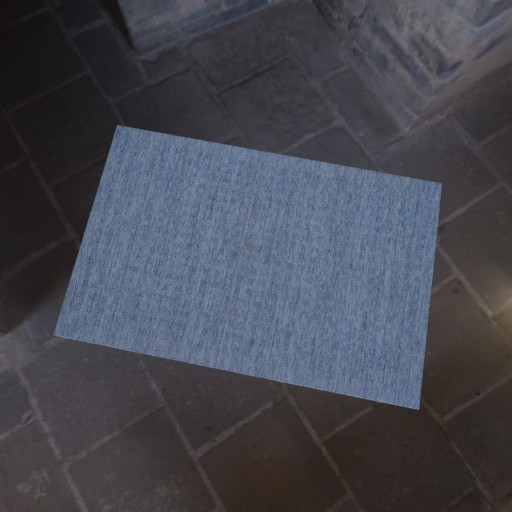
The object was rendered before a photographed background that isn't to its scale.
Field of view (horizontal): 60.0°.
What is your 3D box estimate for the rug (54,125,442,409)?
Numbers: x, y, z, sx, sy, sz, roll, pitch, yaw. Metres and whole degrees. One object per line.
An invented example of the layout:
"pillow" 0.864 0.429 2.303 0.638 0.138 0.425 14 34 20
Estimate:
"rug" 0.000 0.000 2.220 1.752 0.006 1.142 11 76 3
